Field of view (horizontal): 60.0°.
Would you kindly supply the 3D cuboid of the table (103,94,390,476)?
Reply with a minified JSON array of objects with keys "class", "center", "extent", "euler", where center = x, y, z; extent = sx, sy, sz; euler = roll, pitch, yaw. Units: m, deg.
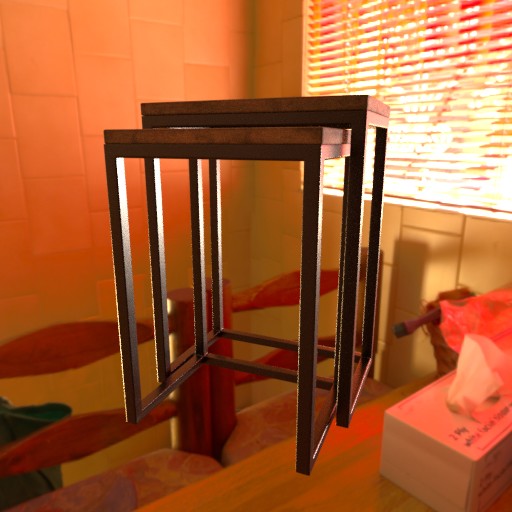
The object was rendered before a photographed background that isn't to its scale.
[{"class":"table","center":[0.000,0.000,0.934],"extent":[0.456,0.615,0.460],"euler":[7,16,24]}]
